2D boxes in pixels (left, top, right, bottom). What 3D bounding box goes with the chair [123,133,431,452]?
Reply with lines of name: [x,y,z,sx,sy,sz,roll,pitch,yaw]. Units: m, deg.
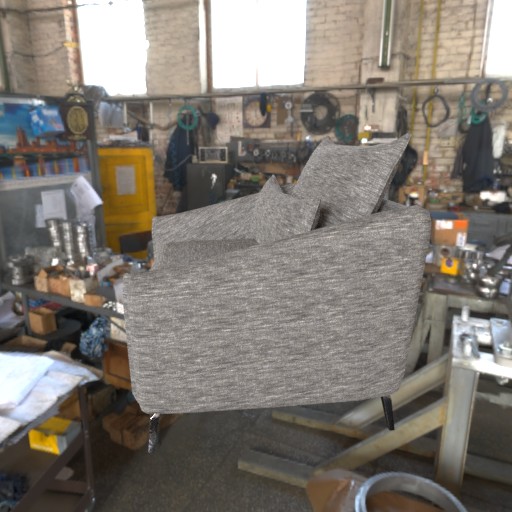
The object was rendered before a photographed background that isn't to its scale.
chair: [0.000,0.000,1.590,0.805,0.842,1.004,-2,15,-8]
